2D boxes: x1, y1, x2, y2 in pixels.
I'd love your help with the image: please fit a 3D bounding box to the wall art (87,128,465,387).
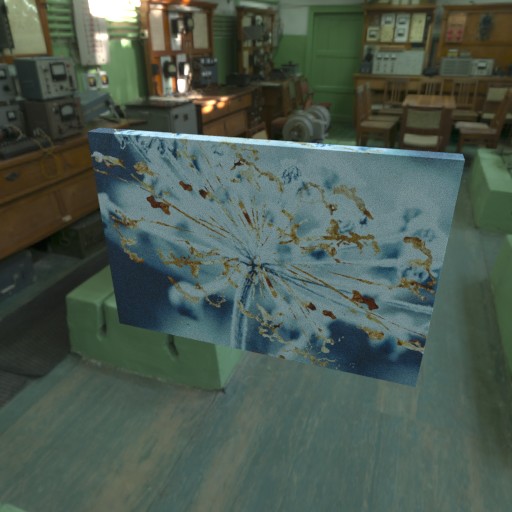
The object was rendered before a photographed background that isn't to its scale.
[{"bbox_3d":[0.000,0.000,0.792,0.607,0.405,0.036,9,28,16],"label":"wall art"}]
